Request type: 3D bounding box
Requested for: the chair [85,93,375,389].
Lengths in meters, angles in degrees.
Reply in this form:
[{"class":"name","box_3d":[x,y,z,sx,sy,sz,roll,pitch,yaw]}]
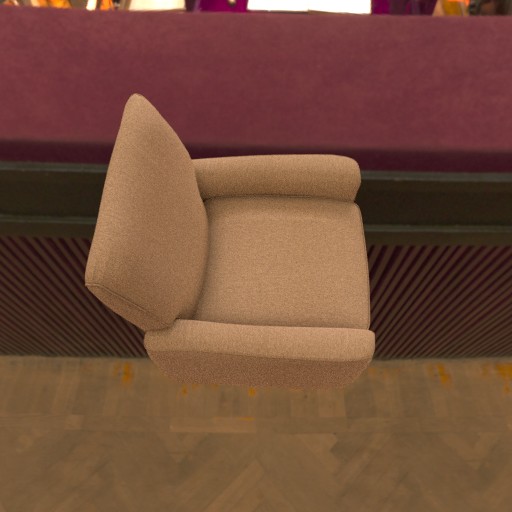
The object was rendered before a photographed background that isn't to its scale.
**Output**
[{"class":"chair","box_3d":[0.000,0.000,1.669,0.864,1.014,0.848,2,62,1]}]
